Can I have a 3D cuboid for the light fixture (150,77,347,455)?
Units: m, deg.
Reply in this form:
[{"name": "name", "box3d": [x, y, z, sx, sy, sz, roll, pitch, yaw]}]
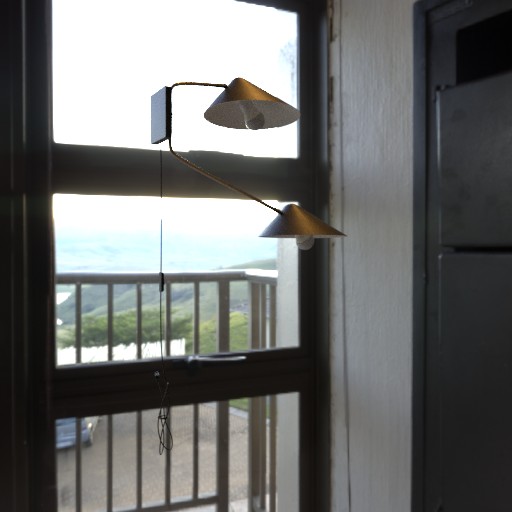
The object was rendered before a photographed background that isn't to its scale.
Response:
[{"name": "light fixture", "box3d": [0.000, 0.000, 0.853, 0.422, 0.665, 0.189, 0, 0, -36]}]
